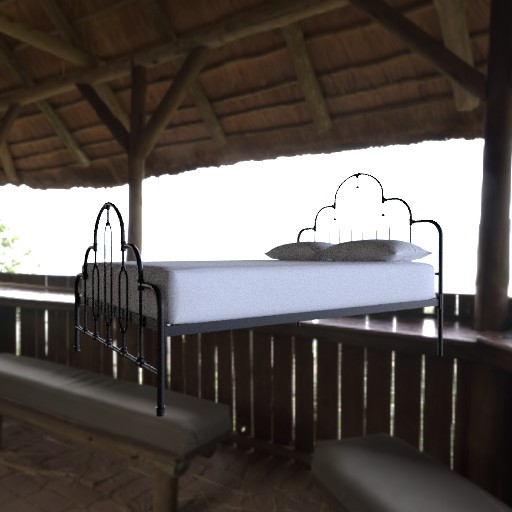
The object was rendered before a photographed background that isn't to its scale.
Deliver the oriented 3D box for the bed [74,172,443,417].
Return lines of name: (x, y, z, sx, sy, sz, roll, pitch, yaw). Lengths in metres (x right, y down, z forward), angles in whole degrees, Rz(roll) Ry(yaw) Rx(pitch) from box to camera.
bed: (0.000, 0.000, 3.244, 2.181, 1.444, 1.626, 0, 0, -35)
